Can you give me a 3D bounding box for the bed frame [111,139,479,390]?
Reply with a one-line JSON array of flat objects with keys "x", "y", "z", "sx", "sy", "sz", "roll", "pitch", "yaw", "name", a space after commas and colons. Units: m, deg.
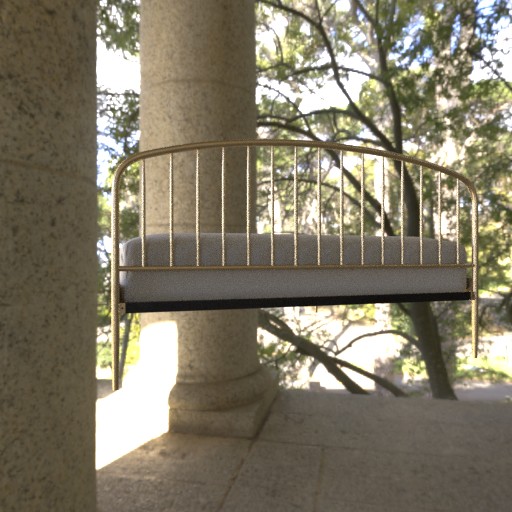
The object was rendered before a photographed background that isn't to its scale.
[{"x": 0.000, "y": 0.000, "z": 3.267, "sx": 2.016, "sy": 1.174, "sz": 2.152, "roll": 0, "pitch": 0, "yaw": -18, "name": "bed frame"}]
